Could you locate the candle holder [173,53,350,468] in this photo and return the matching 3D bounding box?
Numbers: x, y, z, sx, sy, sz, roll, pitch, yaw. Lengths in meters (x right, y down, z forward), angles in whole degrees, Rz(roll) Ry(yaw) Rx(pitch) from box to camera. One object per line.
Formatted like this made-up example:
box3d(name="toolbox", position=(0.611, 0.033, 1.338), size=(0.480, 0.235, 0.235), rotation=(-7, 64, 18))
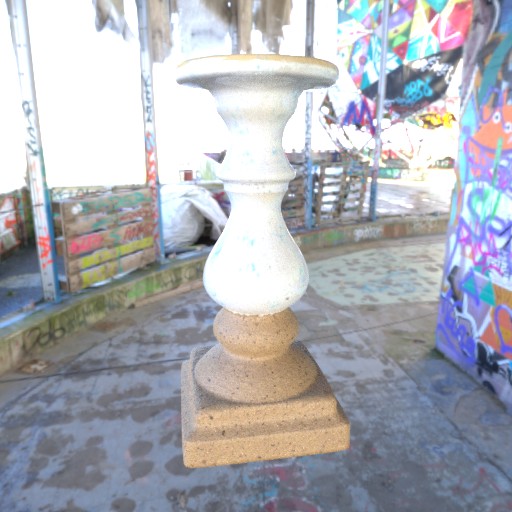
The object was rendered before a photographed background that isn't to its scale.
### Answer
box3d(name="candle holder", position=(0.000, 0.000, 0.303), size=(0.110, 0.239, 0.110), rotation=(-2, 14, -9))
